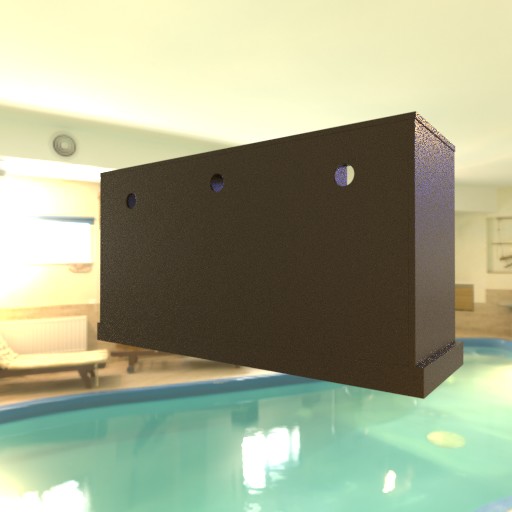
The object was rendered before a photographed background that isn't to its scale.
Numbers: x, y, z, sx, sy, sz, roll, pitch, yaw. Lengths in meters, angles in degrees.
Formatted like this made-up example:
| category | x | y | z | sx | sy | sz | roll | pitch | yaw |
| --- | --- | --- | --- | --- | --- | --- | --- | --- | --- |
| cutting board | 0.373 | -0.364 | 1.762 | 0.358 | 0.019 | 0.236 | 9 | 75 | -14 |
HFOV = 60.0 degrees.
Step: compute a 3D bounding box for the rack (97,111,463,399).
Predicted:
| category | x | y | z | sx | sy | sz | roll | pitch | yaw |
| --- | --- | --- | --- | --- | --- | --- | --- | --- | --- |
| rack | 0.000 | 0.000 | 1.491 | 1.206 | 0.635 | 0.399 | 0 | -1 | 36 |
